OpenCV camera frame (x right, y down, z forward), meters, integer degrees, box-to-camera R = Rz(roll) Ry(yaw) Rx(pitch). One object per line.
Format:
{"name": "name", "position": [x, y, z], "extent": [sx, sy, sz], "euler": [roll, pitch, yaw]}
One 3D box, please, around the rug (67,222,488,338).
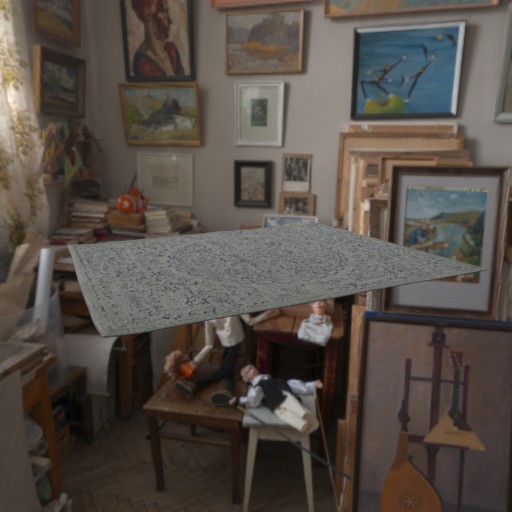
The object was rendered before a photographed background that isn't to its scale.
{"name": "rug", "position": [0.000, 0.000, 3.879], "extent": [2.925, 0.026, 2.343], "euler": [-7, 16, -25]}
